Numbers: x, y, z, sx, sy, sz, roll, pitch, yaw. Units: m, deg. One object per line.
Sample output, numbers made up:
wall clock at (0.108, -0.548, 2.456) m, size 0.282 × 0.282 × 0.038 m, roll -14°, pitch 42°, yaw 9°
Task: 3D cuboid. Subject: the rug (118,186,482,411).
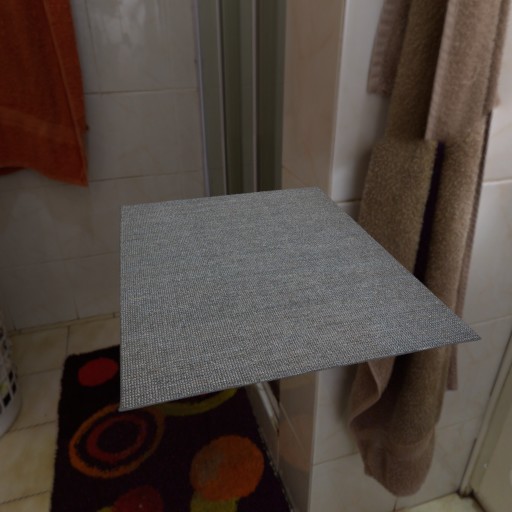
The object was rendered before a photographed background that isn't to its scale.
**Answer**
rug at (0.000, 0.000, 4.103) m, size 2.456 × 0.021 × 3.068 m, roll -8°, pitch 31°, yaw -13°
